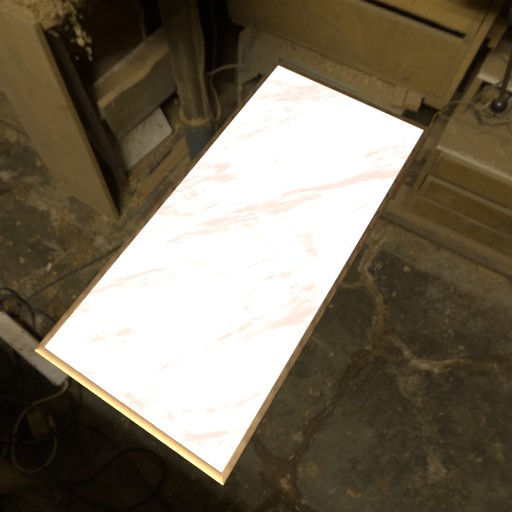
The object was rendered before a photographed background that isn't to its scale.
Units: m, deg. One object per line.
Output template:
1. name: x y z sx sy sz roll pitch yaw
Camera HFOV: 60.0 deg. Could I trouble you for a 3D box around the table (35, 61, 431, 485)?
1. table: 0.000 0.000 1.452 0.577 0.405 1.197 29 68 13
